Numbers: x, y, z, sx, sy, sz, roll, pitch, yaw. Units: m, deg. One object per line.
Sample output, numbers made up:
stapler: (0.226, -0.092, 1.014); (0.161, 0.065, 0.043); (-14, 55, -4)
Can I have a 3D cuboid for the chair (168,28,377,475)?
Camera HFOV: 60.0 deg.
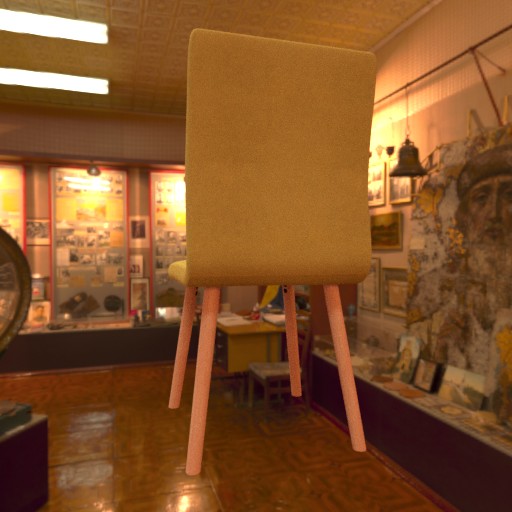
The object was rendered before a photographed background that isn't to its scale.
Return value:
chair: (0.000, 0.000, 1.252); (0.450, 0.965, 0.550); (0, 1, -16)
